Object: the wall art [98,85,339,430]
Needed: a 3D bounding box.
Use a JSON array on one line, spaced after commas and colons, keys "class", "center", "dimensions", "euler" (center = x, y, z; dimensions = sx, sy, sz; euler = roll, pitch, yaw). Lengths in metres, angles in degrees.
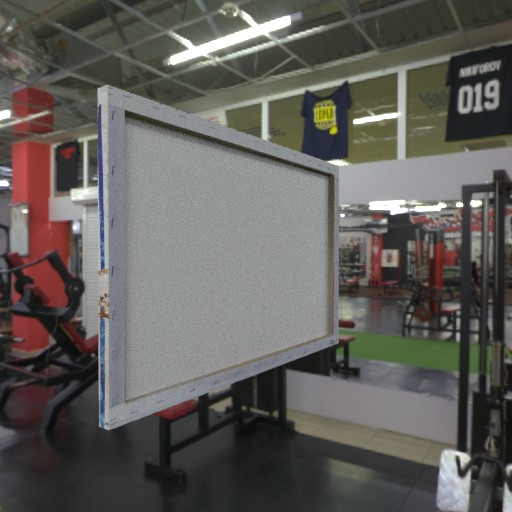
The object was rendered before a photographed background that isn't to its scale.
[{"class": "wall art", "center": [0.000, 0.000, 1.441], "dimensions": [0.038, 0.757, 1.143], "euler": [0, 1, 36]}]
